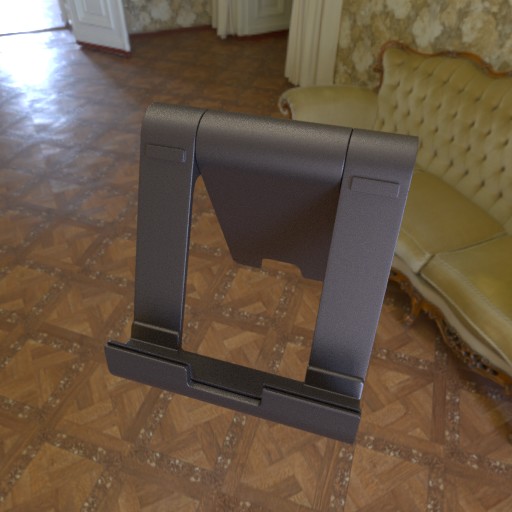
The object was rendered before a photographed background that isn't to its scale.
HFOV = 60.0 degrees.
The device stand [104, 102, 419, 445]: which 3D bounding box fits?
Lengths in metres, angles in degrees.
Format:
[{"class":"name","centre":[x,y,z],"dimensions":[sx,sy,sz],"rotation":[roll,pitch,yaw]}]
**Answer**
[{"class":"device stand","centre":[0.000,0.000,0.154],"dimensions":[0.088,0.084,0.079],"rotation":[12,43,13]}]
